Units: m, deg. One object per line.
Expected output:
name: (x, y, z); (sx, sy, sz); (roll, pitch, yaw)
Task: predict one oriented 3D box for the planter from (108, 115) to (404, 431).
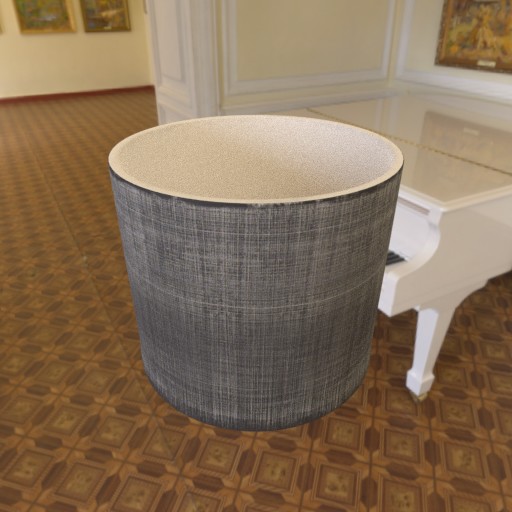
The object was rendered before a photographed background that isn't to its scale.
planter: (0.000, 0.000, 0.316); (0.178, 0.157, 0.178); (0, 30, 0)
